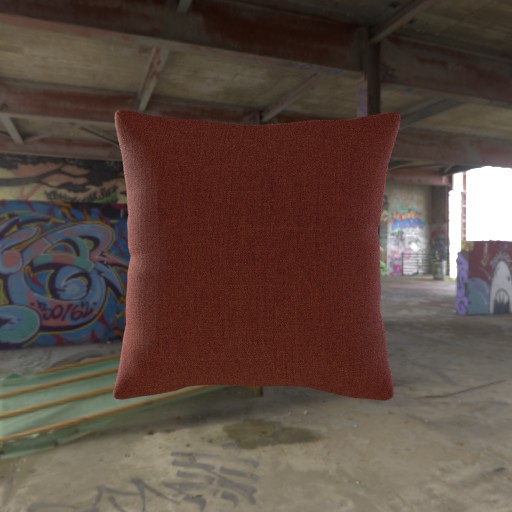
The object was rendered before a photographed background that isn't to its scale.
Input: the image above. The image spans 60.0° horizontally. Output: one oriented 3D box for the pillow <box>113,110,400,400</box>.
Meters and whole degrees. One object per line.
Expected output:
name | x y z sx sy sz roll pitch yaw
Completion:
pillow | 0.000 0.000 0.671 0.429 0.434 0.159 0 1 -1
